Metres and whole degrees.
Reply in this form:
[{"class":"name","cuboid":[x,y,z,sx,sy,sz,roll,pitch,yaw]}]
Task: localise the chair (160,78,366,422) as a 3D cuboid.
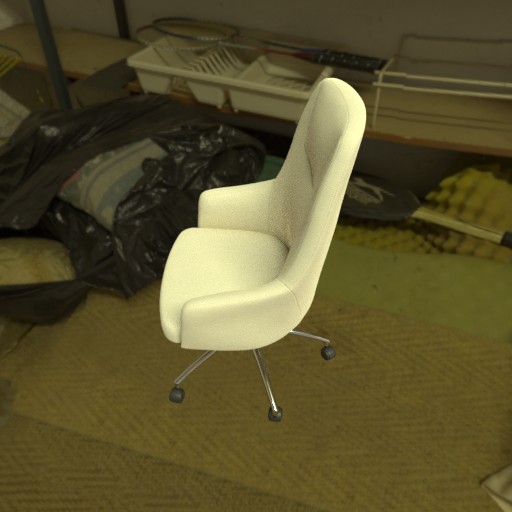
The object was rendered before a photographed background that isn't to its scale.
[{"class":"chair","cuboid":[0.000,0.000,1.467,0.640,1.049,0.620,0,40,0]}]
